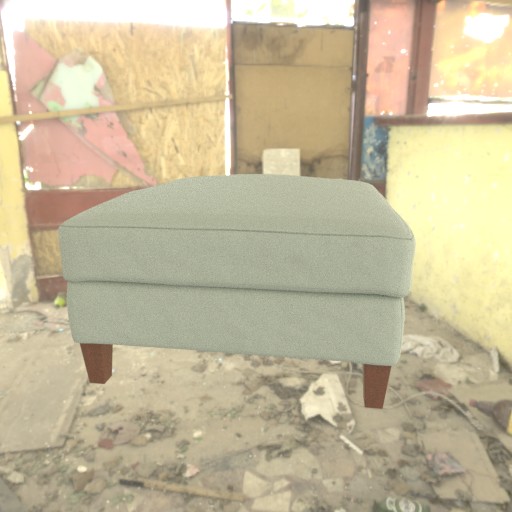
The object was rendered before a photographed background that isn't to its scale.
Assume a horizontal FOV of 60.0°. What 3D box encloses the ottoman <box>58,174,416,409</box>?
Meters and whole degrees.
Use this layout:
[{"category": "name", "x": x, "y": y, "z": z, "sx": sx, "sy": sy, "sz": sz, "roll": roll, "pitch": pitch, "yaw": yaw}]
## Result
[{"category": "ottoman", "x": 0.000, "y": 0.000, "z": 1.495, "sx": 0.842, "sy": 0.494, "sz": 0.991, "roll": 2, "pitch": 16, "yaw": 8}]
